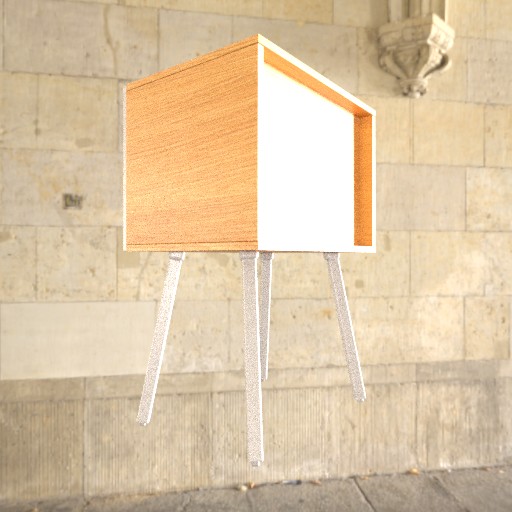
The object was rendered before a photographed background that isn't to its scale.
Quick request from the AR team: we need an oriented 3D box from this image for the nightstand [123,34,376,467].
[{"bbox_3d":[0.000,0.000,0.855,0.316,0.601,0.400,0,0,38],"label":"nightstand"}]
